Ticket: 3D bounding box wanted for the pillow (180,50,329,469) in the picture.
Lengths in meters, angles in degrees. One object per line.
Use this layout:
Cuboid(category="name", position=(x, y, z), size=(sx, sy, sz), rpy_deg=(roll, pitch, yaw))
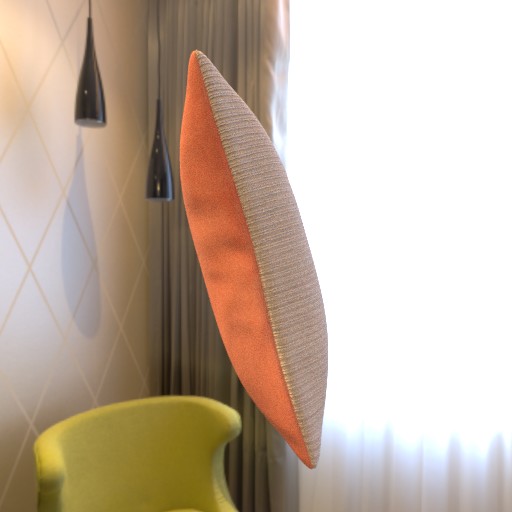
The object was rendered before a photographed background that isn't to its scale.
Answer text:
Cuboid(category="pillow", position=(0.000, 0.000, 0.630), size=(0.177, 0.401, 0.424), rpy_deg=(0, 2, 0))
